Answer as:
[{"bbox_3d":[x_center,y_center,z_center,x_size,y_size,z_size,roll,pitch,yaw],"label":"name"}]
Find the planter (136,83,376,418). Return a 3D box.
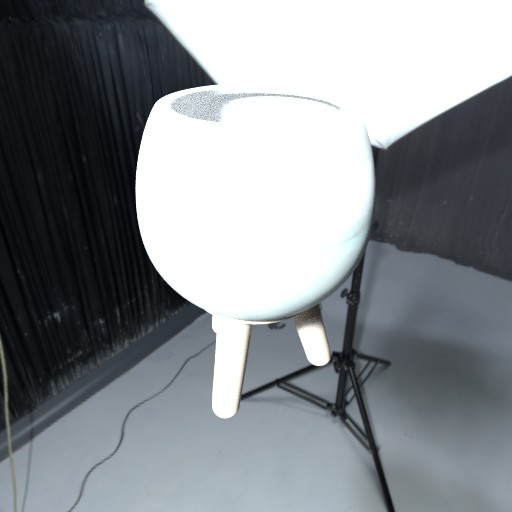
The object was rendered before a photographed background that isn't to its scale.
[{"bbox_3d":[0.000,0.000,0.332,0.161,0.224,0.161,0,31,0],"label":"planter"}]
